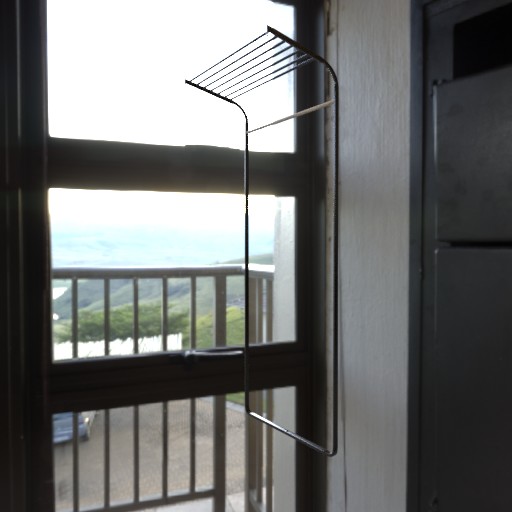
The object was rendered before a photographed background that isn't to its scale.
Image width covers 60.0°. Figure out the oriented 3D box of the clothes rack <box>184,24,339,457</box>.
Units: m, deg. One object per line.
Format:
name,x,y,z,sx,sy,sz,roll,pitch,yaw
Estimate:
clothes rack,0.000,0.000,1.852,0.349,1.574,0.609,-1,1,-37
